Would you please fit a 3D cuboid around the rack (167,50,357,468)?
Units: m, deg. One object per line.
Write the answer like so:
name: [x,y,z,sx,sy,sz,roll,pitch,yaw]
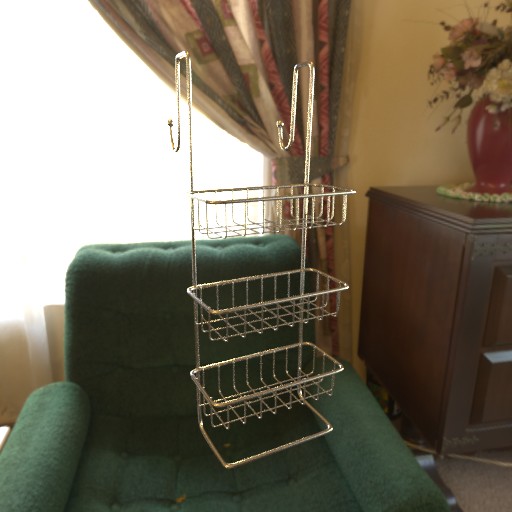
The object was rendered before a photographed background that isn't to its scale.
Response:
rack: [0.000,0.000,0.686,0.228,0.574,0.202,-8,17,-26]
